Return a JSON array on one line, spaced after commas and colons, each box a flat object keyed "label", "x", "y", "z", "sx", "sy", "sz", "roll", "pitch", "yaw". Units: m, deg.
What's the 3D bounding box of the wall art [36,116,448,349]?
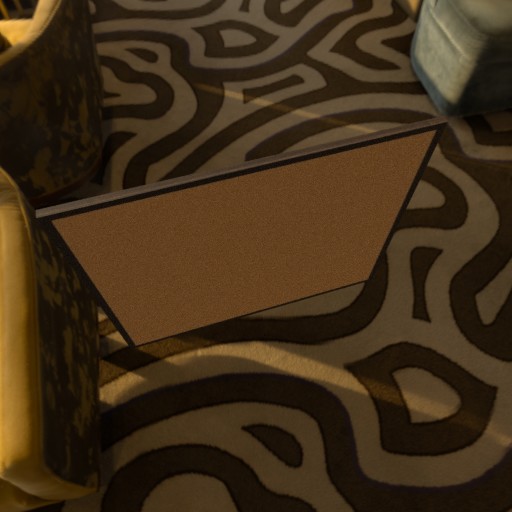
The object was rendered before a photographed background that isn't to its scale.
[{"label": "wall art", "x": 0.000, "y": 0.000, "z": 1.448, "sx": 1.033, "sy": 0.875, "sz": 0.023, "roll": -15, "pitch": 60, "yaw": -9}]
